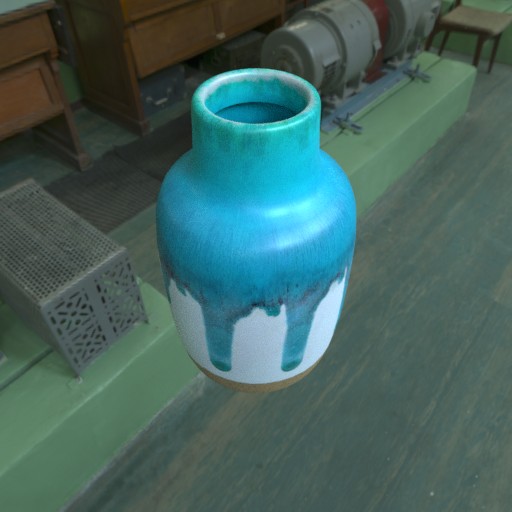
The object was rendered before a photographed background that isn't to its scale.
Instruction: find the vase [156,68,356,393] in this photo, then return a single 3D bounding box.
[{"bbox_3d":[0.000,0.000,0.250,0.106,0.192,0.106,0,47,0],"label":"vase"}]
